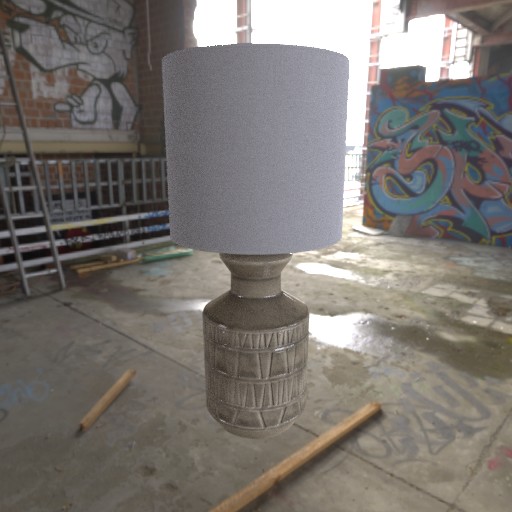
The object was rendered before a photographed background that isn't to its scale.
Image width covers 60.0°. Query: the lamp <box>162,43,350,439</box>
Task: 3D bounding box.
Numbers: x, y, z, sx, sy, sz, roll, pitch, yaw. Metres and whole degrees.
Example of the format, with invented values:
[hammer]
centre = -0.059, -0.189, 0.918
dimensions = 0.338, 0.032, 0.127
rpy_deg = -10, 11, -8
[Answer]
[lamp]
centre = 0.000, 0.000, 0.562
dimensions = 0.211, 0.455, 0.211
rpy_deg = -7, 16, -26
